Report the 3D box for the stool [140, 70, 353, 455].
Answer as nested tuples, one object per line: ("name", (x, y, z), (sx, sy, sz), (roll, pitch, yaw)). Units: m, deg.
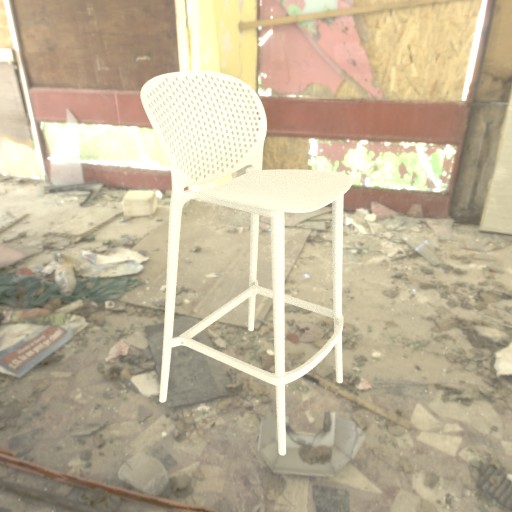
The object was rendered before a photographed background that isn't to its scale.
("stool", (0.000, 0.000, 1.383), (0.535, 1.045, 0.536), (18, 32, 32))
